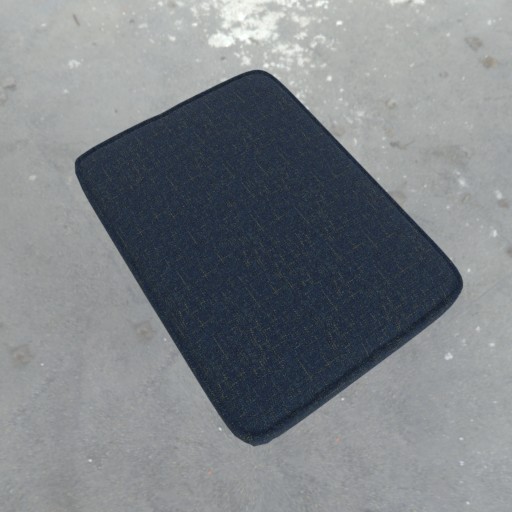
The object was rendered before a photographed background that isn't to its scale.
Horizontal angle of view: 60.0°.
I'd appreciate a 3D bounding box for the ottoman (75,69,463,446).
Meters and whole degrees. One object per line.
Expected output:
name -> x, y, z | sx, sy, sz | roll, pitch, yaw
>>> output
ottoman -> 0.000, 0.000, 1.097 | 0.549, 0.450, 0.749 | -32, 69, -14
